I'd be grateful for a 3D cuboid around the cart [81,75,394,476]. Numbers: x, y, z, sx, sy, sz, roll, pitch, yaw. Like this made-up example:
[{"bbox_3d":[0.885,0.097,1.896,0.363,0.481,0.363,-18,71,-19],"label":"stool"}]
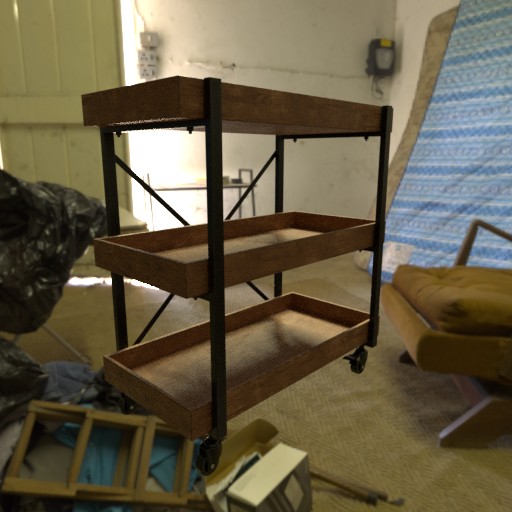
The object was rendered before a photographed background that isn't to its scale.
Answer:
[{"bbox_3d":[0.000,0.000,1.213,0.411,0.800,0.750,12,18,43],"label":"cart"}]
